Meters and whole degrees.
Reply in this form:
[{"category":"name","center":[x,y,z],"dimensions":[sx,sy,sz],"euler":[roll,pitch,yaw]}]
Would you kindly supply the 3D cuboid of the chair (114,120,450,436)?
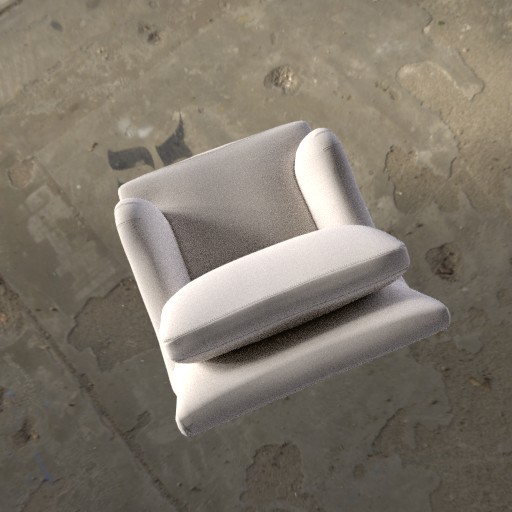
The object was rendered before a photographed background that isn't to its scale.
[{"category":"chair","center":[0.000,0.000,1.867],"dimensions":[0.955,1.038,1.070],"euler":[-21,77,-5]}]
